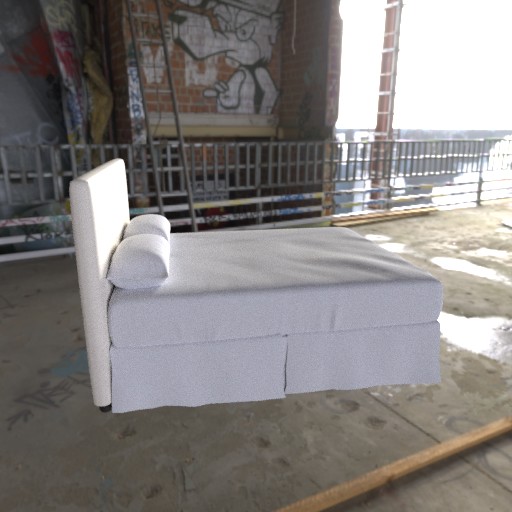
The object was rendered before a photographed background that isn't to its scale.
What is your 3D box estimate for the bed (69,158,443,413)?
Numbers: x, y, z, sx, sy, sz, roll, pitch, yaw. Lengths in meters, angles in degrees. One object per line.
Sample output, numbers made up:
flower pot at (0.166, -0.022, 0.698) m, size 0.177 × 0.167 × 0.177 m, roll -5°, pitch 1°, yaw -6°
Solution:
bed at (0.000, 0.000, 3.232) m, size 2.142 × 1.330 × 1.713 m, roll -3°, pitch 16°, yaw -10°
